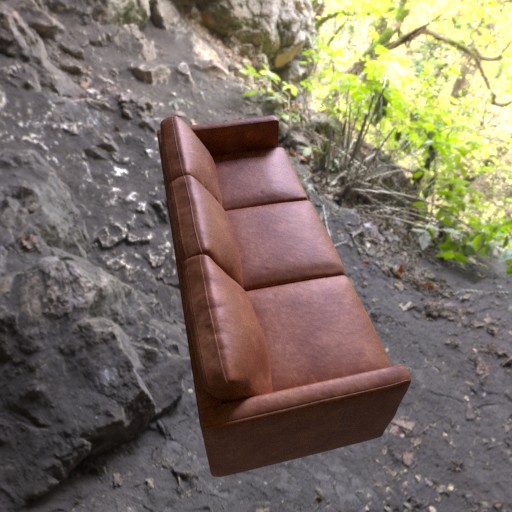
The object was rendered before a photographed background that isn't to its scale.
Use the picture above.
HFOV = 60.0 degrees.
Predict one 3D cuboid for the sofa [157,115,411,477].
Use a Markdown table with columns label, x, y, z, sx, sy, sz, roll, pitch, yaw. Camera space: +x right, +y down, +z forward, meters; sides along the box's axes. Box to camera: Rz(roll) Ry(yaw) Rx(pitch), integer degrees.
| label | x | y | z | sx | sy | sz | roll | pitch | yaw |
| --- | --- | --- | --- | --- | --- | --- | --- | --- | --- |
| sofa | 0.000 | 0.000 | 2.984 | 1.045 | 1.006 | 2.464 | -10 | 48 | -9 |
